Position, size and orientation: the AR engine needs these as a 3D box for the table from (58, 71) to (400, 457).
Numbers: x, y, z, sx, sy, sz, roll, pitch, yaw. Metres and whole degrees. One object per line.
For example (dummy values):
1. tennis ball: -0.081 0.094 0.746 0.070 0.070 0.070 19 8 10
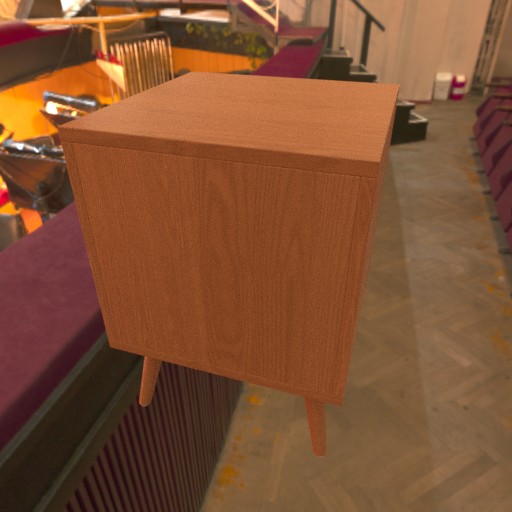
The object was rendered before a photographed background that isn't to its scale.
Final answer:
1. table: 0.000 0.000 0.816 0.400 0.550 0.400 10 34 15
